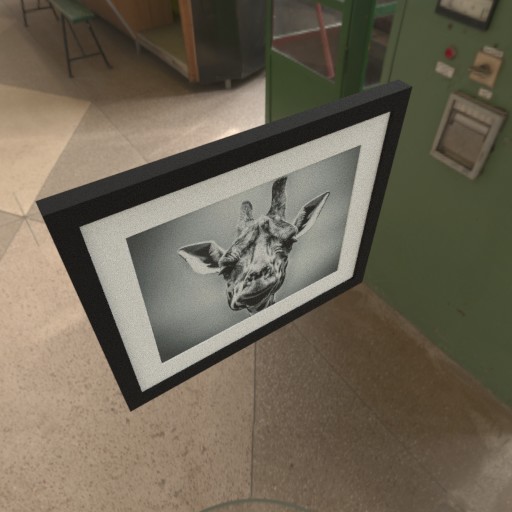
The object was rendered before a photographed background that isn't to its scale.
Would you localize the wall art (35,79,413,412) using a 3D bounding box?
[{"bbox_3d":[0.000,0.000,0.746,0.558,0.457,0.031,-25,51,-23],"label":"wall art"}]
